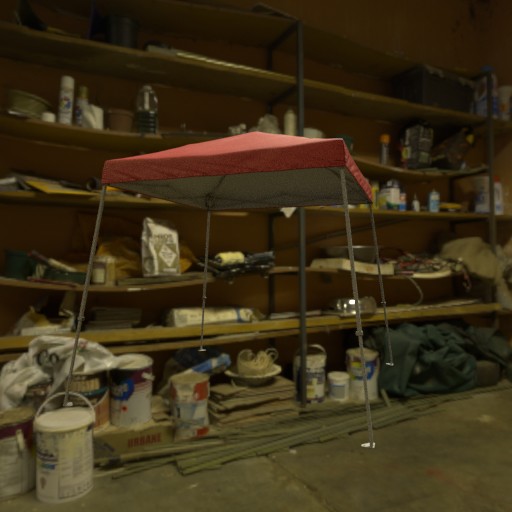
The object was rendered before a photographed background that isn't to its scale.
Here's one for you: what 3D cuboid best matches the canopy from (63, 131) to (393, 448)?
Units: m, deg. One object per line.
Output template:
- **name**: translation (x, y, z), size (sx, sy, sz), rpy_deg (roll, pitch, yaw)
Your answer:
- **canopy**: translation (0.000, 0.000, 5.056), size (2.848, 2.849, 2.849), rpy_deg (0, -1, 20)
